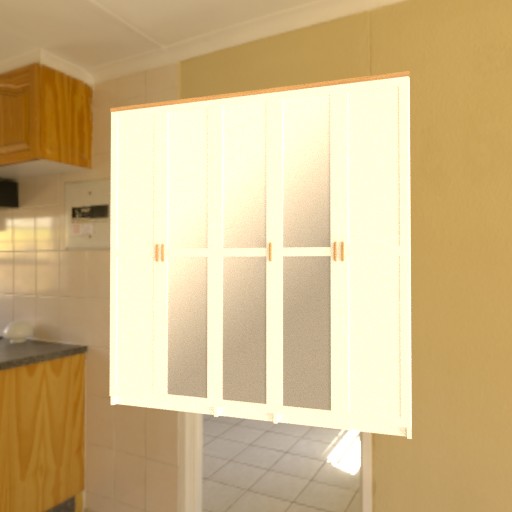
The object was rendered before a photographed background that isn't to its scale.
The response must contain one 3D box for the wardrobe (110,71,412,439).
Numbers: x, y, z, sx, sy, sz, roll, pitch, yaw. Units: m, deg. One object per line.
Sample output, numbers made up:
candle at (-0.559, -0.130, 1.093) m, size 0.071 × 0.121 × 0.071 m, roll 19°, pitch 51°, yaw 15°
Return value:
wardrobe at (0.000, 0.000, 3.300) m, size 2.160 × 2.260 × 0.590 m, roll 0°, pitch -1°, yaw 18°
